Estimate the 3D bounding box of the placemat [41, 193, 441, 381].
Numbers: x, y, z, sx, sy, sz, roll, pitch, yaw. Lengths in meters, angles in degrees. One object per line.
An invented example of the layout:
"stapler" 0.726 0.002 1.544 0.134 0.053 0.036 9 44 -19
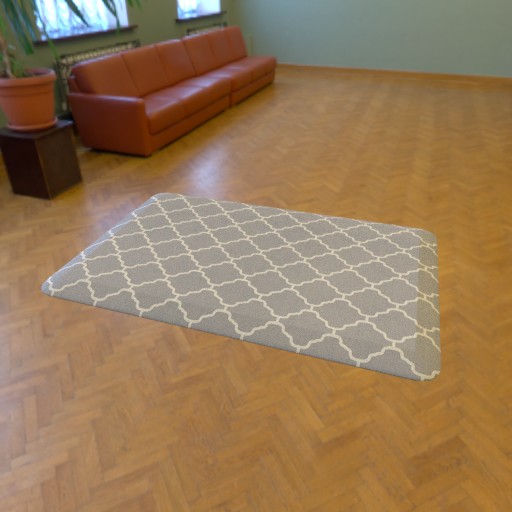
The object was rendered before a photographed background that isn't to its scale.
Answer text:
"placemat" 0.000 0.000 0.975 0.762 0.021 0.508 10 33 15
